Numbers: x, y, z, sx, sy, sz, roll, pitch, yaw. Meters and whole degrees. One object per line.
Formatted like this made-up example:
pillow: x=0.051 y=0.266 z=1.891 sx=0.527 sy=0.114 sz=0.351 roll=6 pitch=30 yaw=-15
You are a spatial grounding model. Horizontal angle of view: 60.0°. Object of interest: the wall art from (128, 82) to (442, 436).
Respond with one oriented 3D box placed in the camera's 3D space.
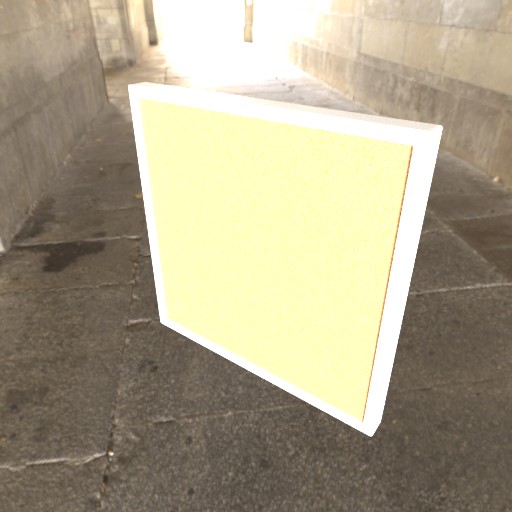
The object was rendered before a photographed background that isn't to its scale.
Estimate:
wall art: x=0.000 y=0.000 z=0.756 sx=0.508 sy=0.508 sz=0.038 roll=20 pitch=36 yaw=31
